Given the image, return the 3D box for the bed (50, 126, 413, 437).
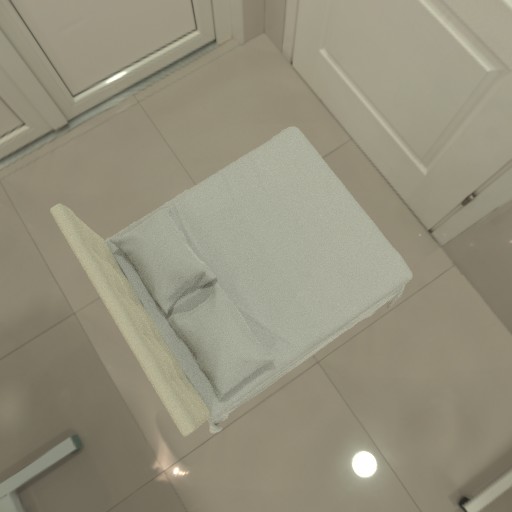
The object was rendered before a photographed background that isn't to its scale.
[{"bbox_3d":[0.000,0.000,3.502,2.222,1.577,1.936,-33,77,-8],"label":"bed"}]
